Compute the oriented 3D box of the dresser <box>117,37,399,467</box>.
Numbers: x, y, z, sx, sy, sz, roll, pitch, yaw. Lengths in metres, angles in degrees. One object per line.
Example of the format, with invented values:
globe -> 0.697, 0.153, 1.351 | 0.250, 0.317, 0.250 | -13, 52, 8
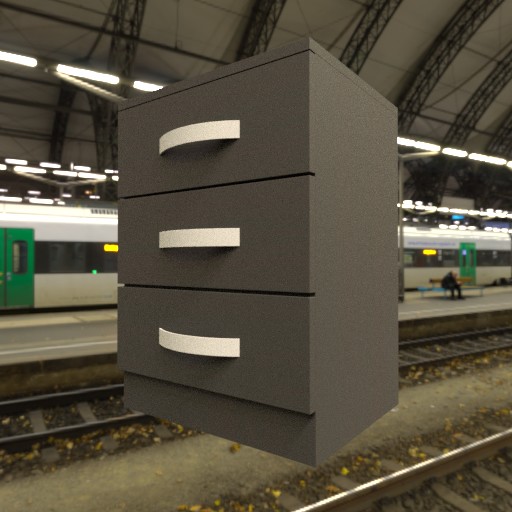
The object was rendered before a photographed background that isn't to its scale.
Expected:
dresser -> 0.000, 0.000, 0.810 | 0.400, 0.560, 0.360 | 0, -1, 37
